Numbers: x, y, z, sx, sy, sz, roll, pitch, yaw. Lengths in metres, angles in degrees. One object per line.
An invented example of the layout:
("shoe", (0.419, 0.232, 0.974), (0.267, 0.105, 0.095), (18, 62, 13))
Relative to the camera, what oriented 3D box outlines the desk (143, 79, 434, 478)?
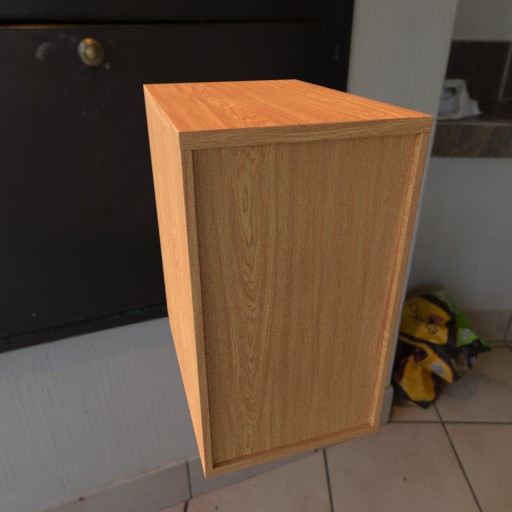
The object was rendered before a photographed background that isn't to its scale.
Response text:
("desk", (0.000, 0.000, 1.069), (0.404, 0.730, 0.600), (-8, 28, -15))
